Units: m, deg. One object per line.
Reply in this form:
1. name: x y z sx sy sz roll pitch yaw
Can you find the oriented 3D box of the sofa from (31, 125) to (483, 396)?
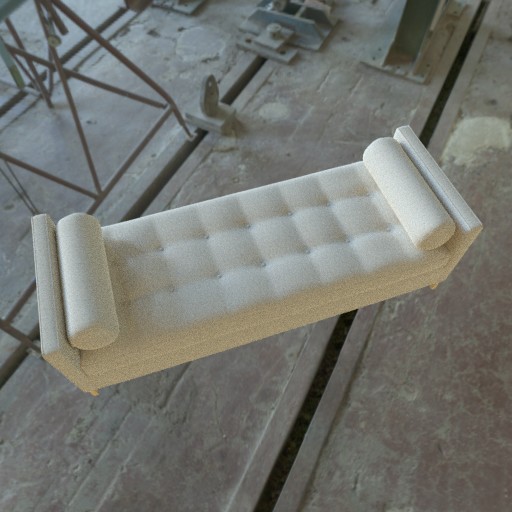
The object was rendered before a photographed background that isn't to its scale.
1. sofa: 0.000 0.000 2.299 1.985 0.641 0.746 -16 59 -10
